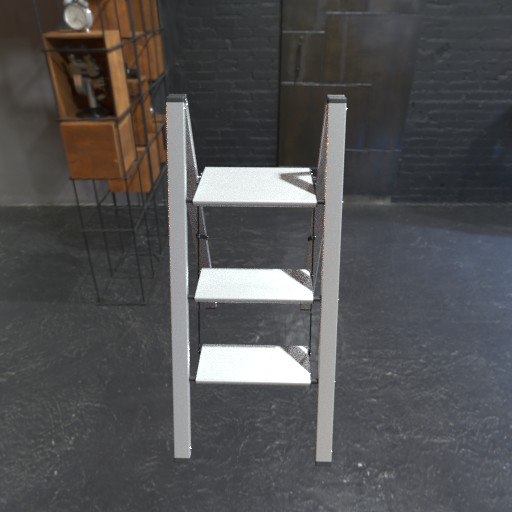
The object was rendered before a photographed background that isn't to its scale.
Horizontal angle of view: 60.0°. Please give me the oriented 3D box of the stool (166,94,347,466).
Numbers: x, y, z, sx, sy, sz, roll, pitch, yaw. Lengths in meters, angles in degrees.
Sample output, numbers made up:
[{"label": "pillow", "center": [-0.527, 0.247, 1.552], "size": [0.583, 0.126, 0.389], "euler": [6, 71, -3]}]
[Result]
[{"label": "stool", "center": [0.000, 0.000, 1.306], "size": [0.441, 0.902, 0.730], "euler": [1, 30, 1]}]
